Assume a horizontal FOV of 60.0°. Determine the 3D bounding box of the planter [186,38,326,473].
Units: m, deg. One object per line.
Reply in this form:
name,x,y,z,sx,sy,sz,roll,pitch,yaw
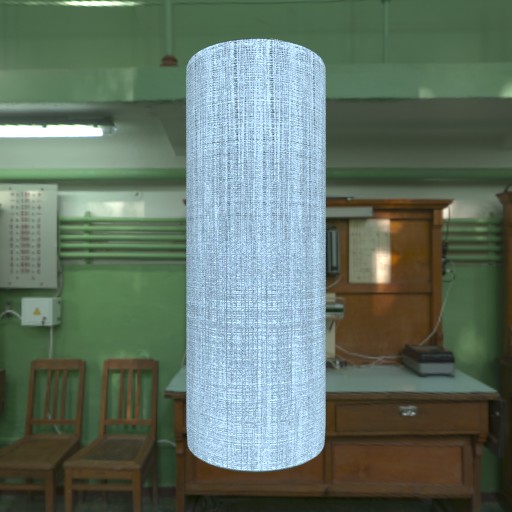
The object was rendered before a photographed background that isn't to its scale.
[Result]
planter,0.000,0.000,0.322,0.100,0.270,0.100,0,0,0
